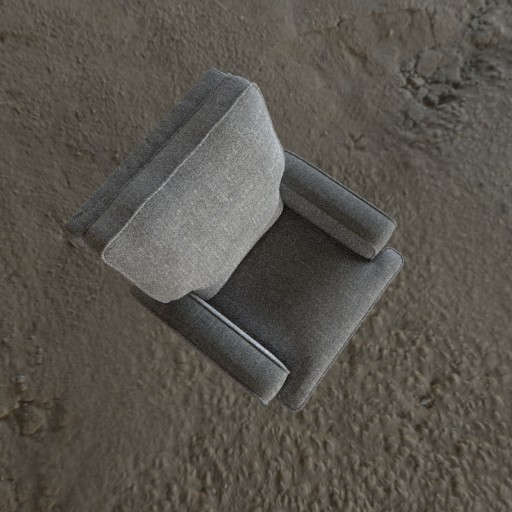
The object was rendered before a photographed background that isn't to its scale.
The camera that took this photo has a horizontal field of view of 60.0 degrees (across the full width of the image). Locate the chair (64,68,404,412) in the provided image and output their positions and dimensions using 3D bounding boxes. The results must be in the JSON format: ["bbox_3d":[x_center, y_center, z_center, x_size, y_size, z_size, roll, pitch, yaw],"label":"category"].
[{"bbox_3d":[0.000,0.000,1.729,0.964,0.962,0.861,37,78,9],"label":"chair"}]
